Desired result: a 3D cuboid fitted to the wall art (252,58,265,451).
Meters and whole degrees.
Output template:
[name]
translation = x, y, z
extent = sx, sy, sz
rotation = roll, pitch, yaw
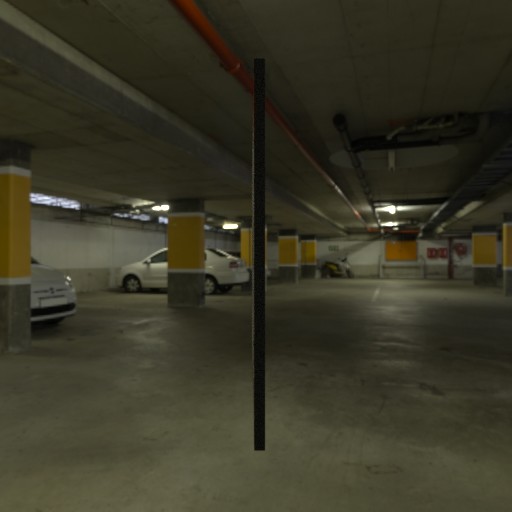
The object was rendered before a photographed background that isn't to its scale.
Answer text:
[wall art]
translation = 0.000, 0.000, 0.850
extent = 0.013, 0.458, 0.664
rotation = 0, 0, -1
